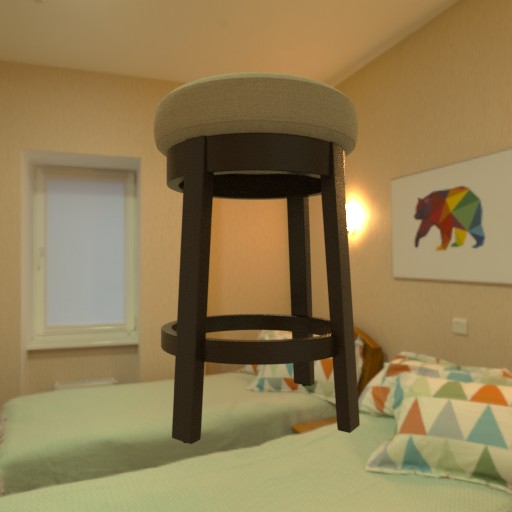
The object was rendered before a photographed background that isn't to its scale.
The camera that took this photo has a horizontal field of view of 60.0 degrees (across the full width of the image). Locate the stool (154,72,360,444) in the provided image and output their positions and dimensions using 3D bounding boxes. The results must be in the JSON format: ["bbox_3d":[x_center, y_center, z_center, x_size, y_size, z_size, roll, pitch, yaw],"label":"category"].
[{"bbox_3d":[0.000,0.000,0.953,0.449,0.655,0.449,0,-1,0],"label":"stool"}]
